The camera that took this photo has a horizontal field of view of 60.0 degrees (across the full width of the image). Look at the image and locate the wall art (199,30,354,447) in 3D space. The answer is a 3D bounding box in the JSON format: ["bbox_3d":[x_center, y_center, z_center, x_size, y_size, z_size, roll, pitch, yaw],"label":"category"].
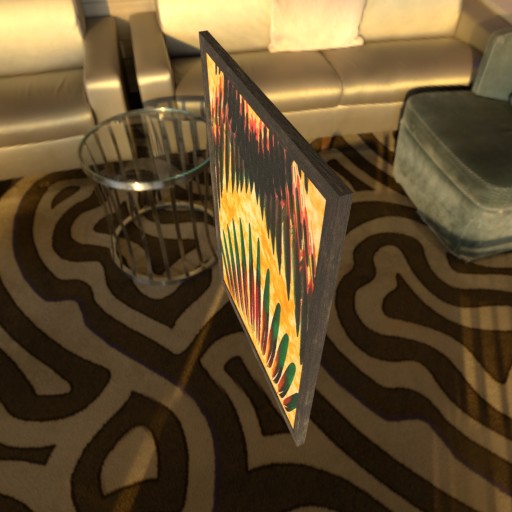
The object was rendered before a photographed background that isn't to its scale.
[{"bbox_3d":[0.000,0.000,1.383,0.029,1.066,0.812,-16,48,-15],"label":"wall art"}]
